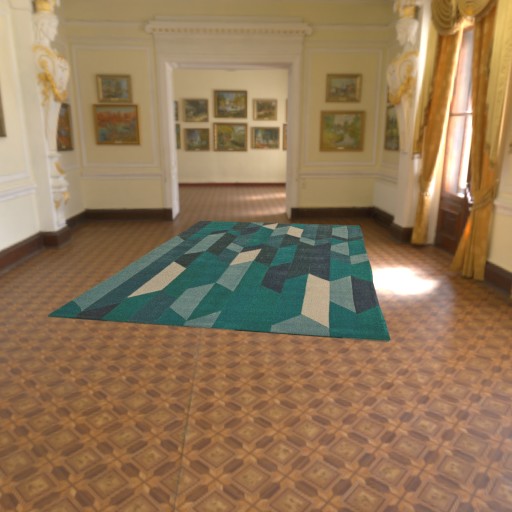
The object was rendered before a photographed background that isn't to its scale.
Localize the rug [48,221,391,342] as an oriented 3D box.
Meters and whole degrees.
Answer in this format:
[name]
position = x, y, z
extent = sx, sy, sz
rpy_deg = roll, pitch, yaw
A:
[rug]
position = 0.000, 0.000, 3.052
extent = 1.528, 0.005, 2.420
rpy_deg = 3, 15, 9
